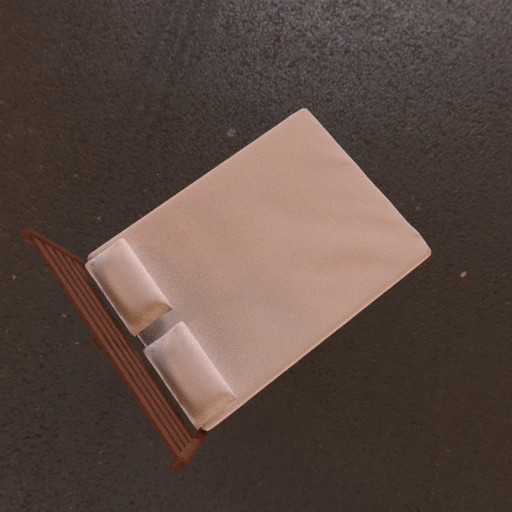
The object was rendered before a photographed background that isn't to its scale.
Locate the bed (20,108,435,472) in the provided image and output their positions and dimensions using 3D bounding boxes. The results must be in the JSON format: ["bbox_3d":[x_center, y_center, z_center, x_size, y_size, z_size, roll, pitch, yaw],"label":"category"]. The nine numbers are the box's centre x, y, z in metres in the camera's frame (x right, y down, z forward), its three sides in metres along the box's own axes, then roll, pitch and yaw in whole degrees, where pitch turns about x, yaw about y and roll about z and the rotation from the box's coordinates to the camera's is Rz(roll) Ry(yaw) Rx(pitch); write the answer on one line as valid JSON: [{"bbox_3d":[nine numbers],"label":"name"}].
[{"bbox_3d":[0.000,0.000,3.023,2.093,1.304,1.509,-36,79,-8],"label":"bed"}]
